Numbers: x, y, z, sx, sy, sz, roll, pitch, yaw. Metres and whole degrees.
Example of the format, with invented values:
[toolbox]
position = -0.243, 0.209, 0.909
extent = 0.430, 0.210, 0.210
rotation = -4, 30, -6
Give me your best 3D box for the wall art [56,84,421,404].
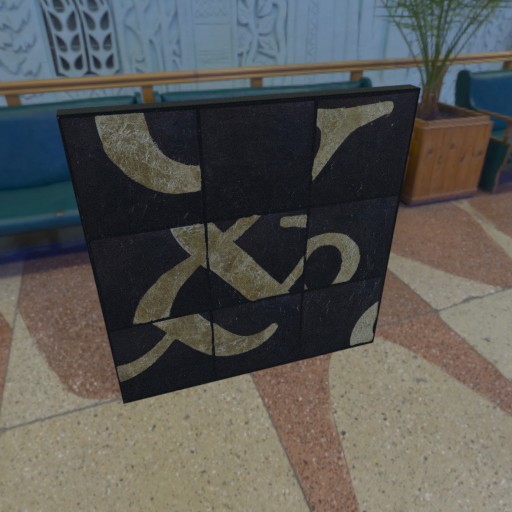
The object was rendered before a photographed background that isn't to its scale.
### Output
[wall art]
position = 0.000, 0.000, 1.101
extent = 0.758, 0.758, 0.044
rotation = -10, 33, -15
